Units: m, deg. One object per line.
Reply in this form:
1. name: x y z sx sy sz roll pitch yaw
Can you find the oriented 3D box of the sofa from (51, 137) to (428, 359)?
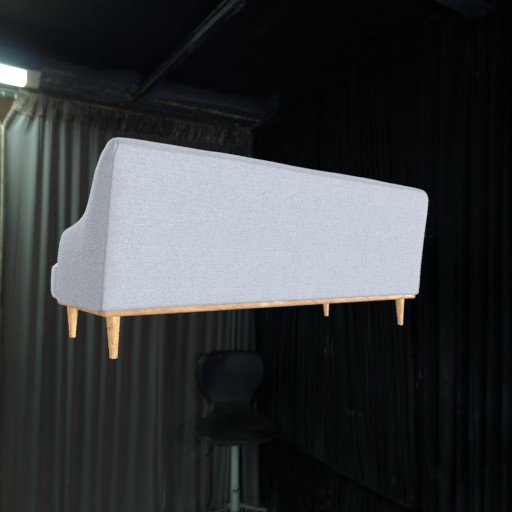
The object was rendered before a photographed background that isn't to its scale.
1. sofa: 0.000 0.000 2.587 2.057 0.871 0.978 1 -2 -35
